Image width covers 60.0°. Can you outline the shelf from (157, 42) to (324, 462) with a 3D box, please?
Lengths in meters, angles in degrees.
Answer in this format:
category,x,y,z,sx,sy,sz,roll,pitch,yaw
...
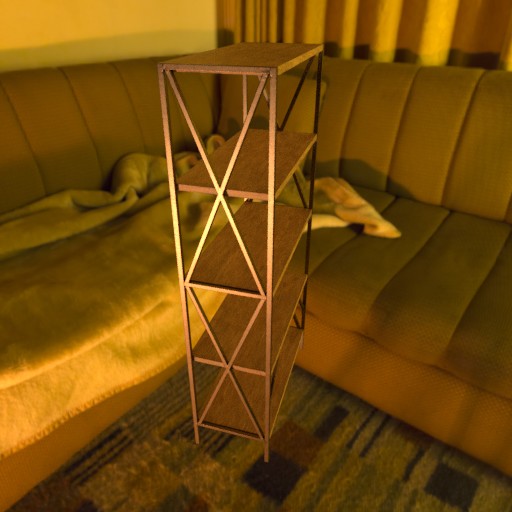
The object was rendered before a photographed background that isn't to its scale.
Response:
category,x,y,z,sx,sy,sz,roll,pitch,yaw
shelf,0.000,0.000,2.146,0.386,1.803,0.874,8,31,14
